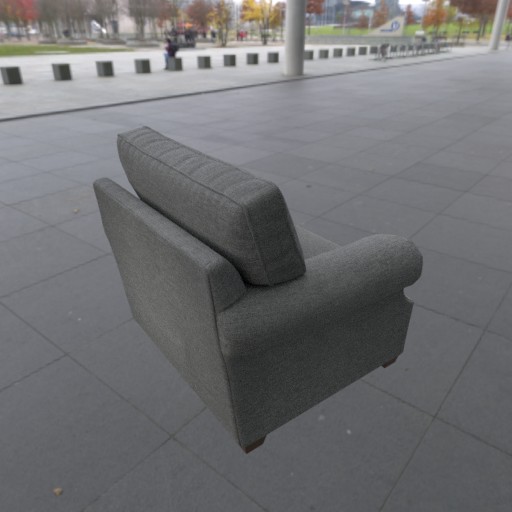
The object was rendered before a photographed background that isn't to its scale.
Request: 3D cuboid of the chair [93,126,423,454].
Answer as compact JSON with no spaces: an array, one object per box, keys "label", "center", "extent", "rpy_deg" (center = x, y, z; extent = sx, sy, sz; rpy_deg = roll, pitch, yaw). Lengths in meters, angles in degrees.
[{"label":"chair","center":[0.000,0.000,1.827],"extent":[0.965,0.961,1.092],"rpy_deg":[-18,32,-32]}]
